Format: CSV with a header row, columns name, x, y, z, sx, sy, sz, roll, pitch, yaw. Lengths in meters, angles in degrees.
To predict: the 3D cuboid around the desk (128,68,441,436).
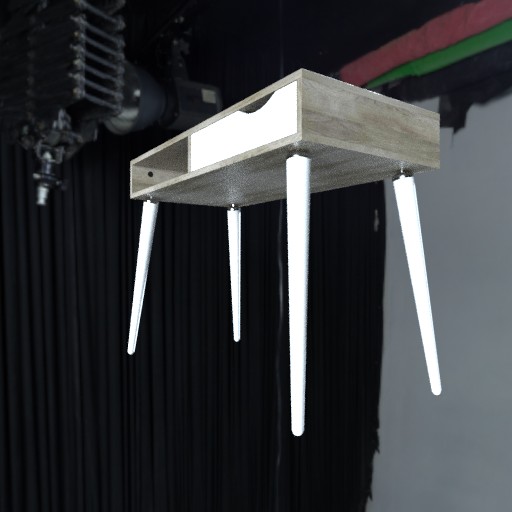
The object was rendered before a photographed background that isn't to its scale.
name,x,y,z,sx,sy,sz,roll,pitch,yaw
desk,0.000,0.000,1.402,0.491,0.723,0.979,1,-1,-35
